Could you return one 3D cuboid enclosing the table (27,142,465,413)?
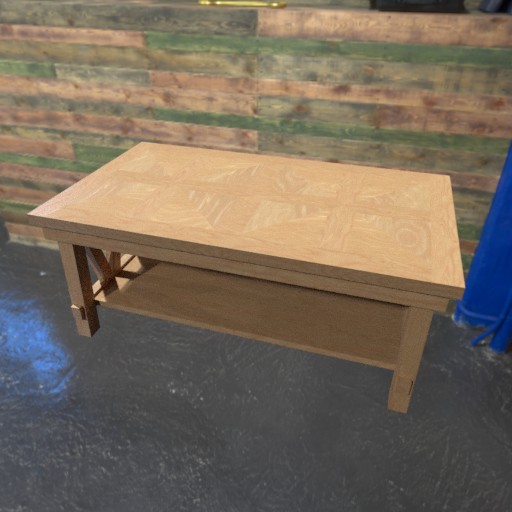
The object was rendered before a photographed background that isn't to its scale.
[{"bbox_3d":[0.000,0.000,1.640,1.270,0.507,0.711,10,34,14],"label":"table"}]
